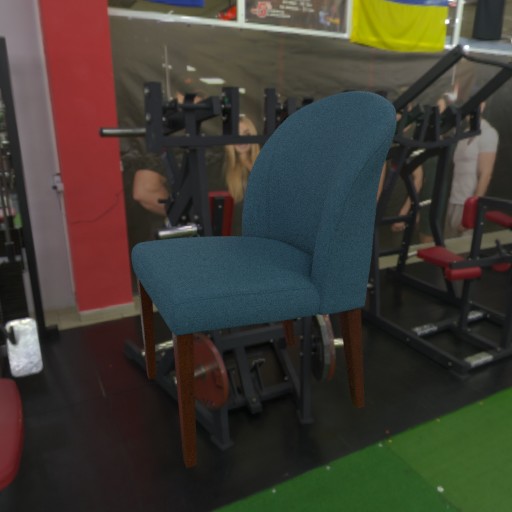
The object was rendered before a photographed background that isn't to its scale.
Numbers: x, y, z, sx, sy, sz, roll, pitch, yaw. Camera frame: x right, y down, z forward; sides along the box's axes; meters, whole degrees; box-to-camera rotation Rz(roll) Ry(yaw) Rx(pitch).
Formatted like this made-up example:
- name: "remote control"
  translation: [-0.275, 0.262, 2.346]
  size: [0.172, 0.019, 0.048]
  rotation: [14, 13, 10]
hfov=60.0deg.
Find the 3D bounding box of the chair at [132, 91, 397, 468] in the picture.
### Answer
- name: "chair"
  translation: [0.000, 0.000, 1.245]
  size: [0.620, 0.879, 0.507]
  rotation: [-8, 19, -24]
